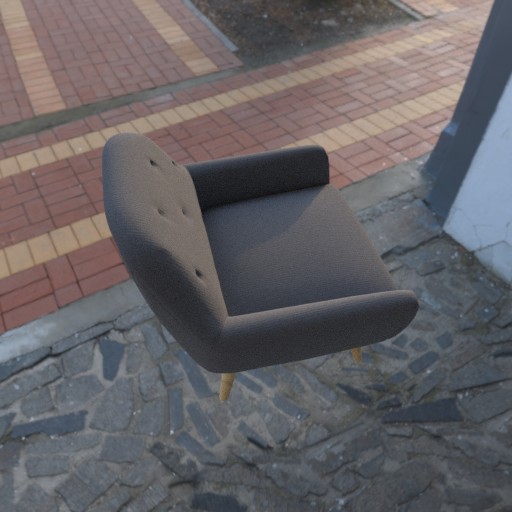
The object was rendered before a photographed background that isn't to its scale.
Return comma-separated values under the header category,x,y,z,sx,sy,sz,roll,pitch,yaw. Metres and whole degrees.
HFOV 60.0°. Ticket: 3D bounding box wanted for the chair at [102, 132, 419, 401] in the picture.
category,x,y,z,sx,sy,sz,roll,pitch,yaw
chair,0.000,0.000,1.437,0.779,0.800,0.770,-11,49,-10
